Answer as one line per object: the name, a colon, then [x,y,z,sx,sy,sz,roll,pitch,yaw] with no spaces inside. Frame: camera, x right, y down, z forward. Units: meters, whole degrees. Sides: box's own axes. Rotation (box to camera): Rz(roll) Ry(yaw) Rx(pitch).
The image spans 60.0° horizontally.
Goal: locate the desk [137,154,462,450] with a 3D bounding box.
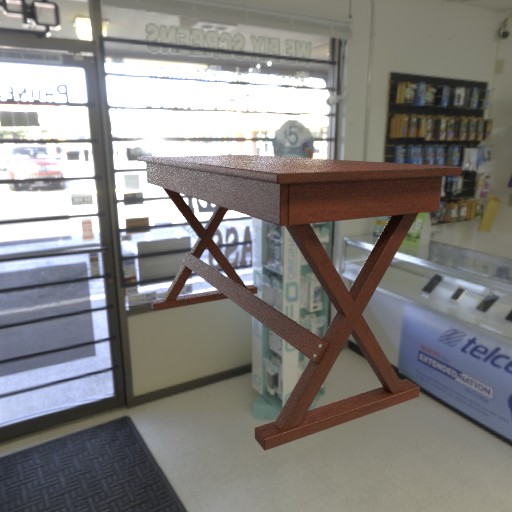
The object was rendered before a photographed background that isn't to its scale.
desk: [0.000,0.000,1.798,0.600,0.761,1.372,-7,16,-26]
